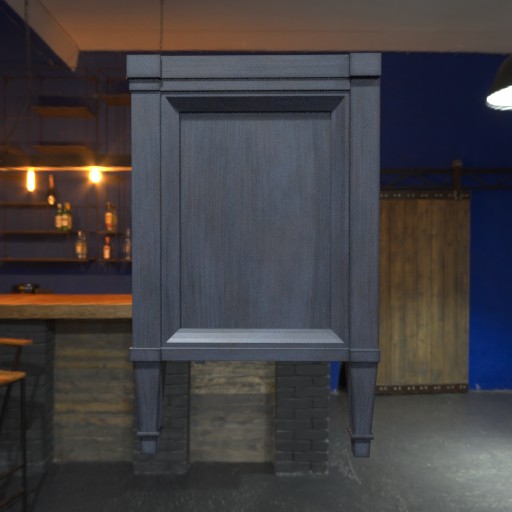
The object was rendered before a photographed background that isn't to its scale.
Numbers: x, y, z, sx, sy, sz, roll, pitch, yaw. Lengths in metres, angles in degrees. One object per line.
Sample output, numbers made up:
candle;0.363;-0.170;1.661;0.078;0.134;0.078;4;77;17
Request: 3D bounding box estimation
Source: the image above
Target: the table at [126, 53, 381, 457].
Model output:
table;0.000;0.000;1.046;0.413;0.660;0.660;0;1;1
